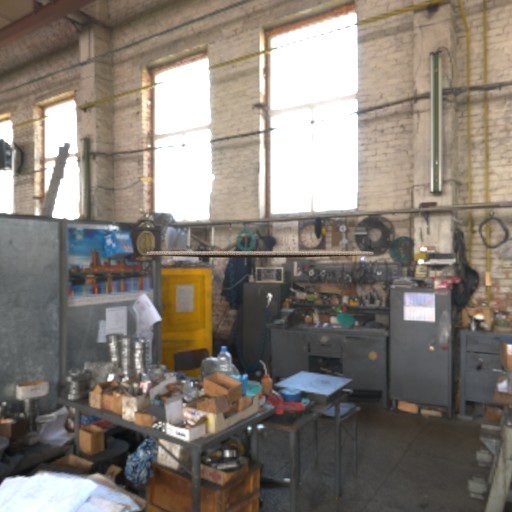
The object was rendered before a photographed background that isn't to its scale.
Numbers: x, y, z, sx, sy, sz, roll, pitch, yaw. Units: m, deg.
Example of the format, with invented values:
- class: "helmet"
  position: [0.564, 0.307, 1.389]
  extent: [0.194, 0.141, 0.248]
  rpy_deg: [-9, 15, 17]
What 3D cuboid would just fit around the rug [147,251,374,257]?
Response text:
- class: "rug"
  position: [0.000, 0.000, 2.701]
  extent: [0.769, 0.012, 2.448]
  rpy_deg: [0, 0, -1]
